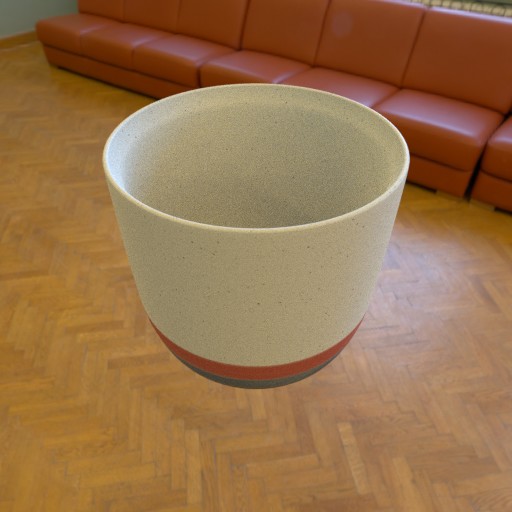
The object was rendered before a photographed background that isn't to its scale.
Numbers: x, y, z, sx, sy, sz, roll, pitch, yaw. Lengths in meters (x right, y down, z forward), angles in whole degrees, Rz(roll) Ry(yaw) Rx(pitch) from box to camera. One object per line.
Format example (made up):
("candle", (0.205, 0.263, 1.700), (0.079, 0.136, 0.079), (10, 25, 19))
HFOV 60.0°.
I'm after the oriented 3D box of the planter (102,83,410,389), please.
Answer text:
("planter", (0.000, 0.000, 0.373), (0.204, 0.214, 0.204), (0, 42, 0))
